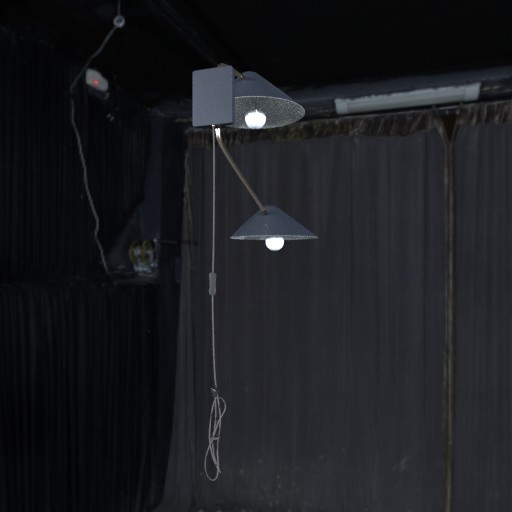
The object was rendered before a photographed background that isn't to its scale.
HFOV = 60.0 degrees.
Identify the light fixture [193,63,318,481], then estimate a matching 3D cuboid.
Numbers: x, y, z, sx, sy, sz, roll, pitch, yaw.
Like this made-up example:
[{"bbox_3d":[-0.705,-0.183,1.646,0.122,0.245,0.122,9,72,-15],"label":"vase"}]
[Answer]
[{"bbox_3d":[0.000,0.000,0.840,0.189,0.665,0.422,0,0,19],"label":"light fixture"}]
